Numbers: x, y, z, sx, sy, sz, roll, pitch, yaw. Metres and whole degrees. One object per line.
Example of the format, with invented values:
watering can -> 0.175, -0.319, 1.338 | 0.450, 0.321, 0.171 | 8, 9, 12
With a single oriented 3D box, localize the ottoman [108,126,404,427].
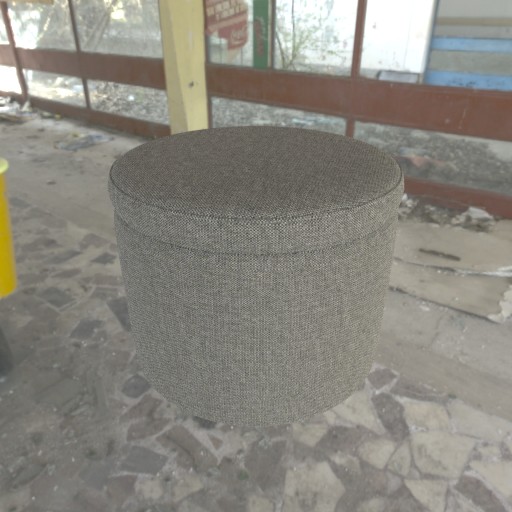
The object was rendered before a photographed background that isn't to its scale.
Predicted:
ottoman -> 0.000, 0.000, 0.891 | 0.520, 0.430, 0.520 | 0, 29, 0
